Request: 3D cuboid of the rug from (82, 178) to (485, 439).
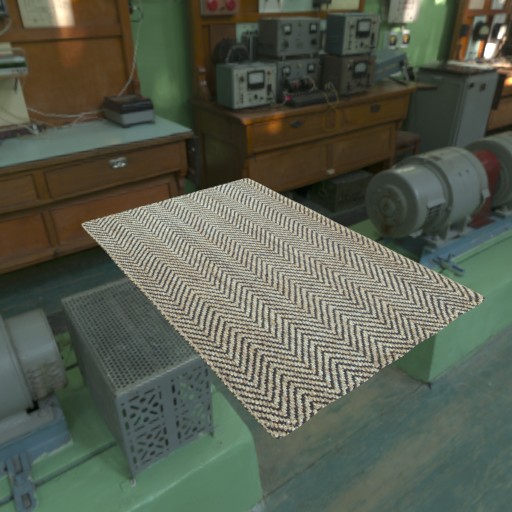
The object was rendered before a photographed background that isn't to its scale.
[{"bbox_3d":[0.000,0.000,2.293,1.219,0.008,1.828,-21,37,-31],"label":"rug"}]
